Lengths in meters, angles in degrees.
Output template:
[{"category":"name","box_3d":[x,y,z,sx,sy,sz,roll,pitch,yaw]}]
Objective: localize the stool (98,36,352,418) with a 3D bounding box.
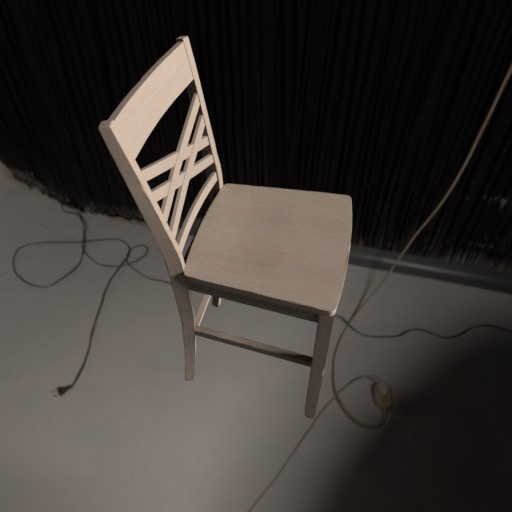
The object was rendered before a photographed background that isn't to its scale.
[{"category":"stool","box_3d":[0.000,0.000,1.349,0.539,1.079,0.462,10,48,9]}]
